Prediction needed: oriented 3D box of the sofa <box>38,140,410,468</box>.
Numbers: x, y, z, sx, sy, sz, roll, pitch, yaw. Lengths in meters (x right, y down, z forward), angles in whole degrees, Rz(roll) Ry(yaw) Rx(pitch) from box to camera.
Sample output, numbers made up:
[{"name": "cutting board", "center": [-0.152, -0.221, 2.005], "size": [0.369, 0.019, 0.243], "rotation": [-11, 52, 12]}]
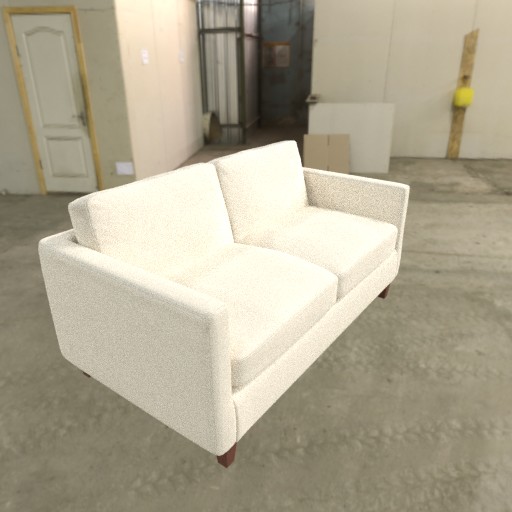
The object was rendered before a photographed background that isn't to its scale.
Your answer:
[{"name": "sofa", "center": [0.000, 0.000, 2.210], "size": [0.964, 0.888, 1.702], "rotation": [17, 30, 33]}]
